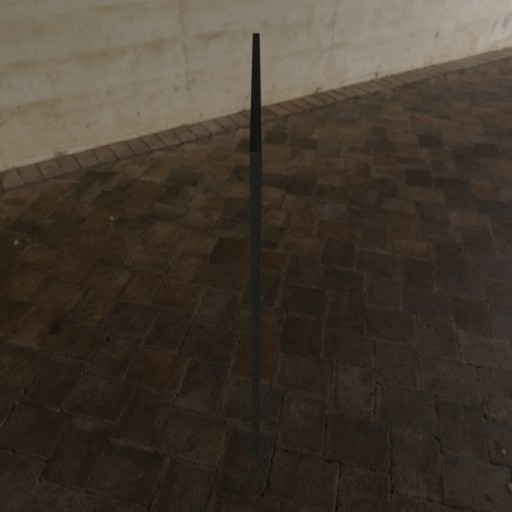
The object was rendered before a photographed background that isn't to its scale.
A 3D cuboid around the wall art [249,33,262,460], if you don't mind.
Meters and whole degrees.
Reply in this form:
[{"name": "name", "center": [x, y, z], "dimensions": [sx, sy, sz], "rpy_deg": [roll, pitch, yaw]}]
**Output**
[{"name": "wall art", "center": [0.000, 0.000, 0.829], "dimensions": [0.013, 0.657, 0.457], "rpy_deg": [0, 40, 0]}]
